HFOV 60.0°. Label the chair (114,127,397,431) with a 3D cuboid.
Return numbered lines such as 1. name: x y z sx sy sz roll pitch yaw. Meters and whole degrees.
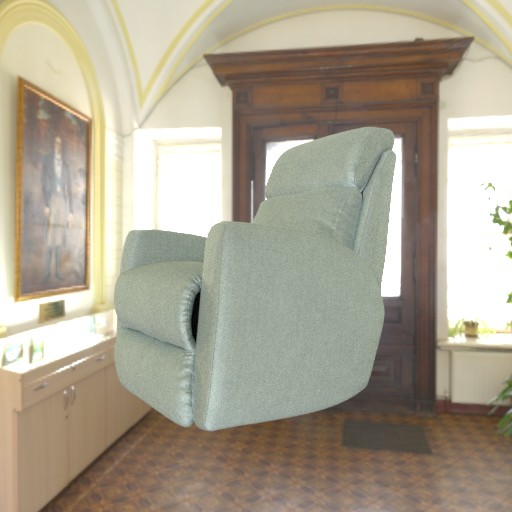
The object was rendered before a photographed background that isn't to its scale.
1. chair: 0.000 0.000 1.711 0.940 1.013 0.812 0 0 -36
